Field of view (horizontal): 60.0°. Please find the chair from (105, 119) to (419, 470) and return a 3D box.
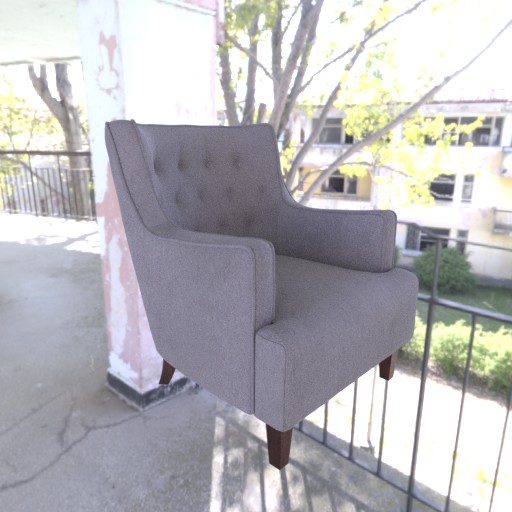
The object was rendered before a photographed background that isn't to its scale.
[{"bbox_3d":[0.000,0.000,1.561,0.910,0.919,0.781,14,20,41],"label":"chair"}]
